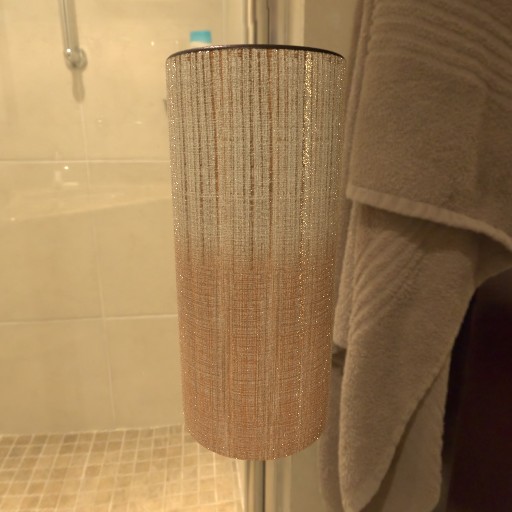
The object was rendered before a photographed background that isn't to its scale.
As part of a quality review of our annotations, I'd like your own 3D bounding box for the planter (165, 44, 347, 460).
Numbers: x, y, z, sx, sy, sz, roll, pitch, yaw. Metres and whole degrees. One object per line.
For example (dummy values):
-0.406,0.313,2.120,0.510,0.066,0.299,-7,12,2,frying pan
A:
0.000,0.000,0.278,0.100,0.227,0.100,15,22,43,planter
